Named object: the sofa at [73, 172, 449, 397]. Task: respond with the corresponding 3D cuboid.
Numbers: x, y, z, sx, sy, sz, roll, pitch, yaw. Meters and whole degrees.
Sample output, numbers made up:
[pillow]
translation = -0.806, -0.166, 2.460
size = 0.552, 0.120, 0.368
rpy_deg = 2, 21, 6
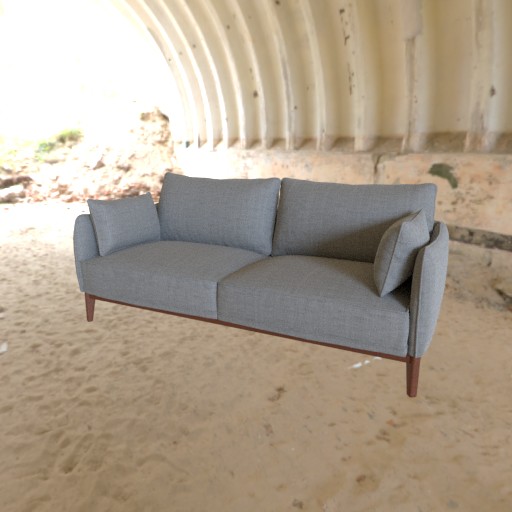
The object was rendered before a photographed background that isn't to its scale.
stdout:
[sofa]
translation = 0.000, 0.000, 2.531
size = 1.989, 0.851, 0.972
rpy_deg = 7, 16, 25
